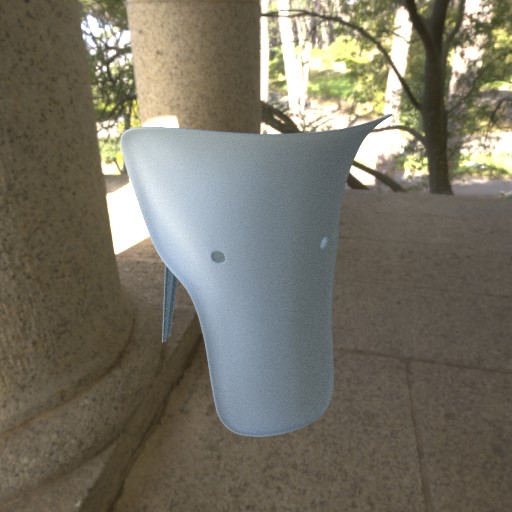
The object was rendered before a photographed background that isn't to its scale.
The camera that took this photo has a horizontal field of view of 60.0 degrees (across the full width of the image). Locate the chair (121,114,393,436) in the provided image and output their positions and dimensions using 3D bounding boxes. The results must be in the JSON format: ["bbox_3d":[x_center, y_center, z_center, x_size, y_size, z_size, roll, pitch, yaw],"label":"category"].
[{"bbox_3d":[0.000,0.000,0.865,0.451,0.554,0.402,-8,27,-16],"label":"chair"}]
